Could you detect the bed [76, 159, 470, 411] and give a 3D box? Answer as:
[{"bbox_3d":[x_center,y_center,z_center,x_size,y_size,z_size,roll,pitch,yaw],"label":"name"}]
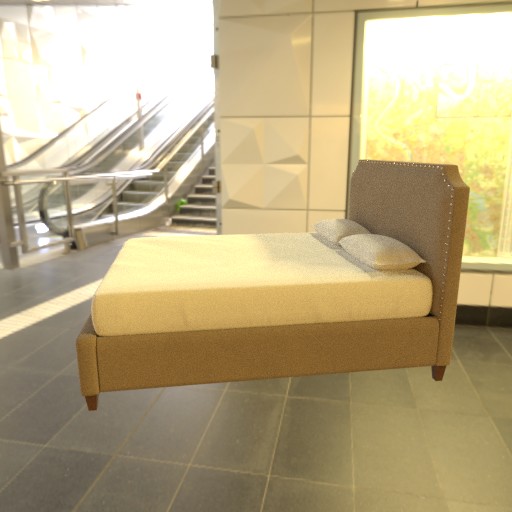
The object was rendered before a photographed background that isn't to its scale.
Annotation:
[{"bbox_3d":[0.000,0.000,3.413,2.329,1.415,1.703,-2,14,-9],"label":"bed"}]
